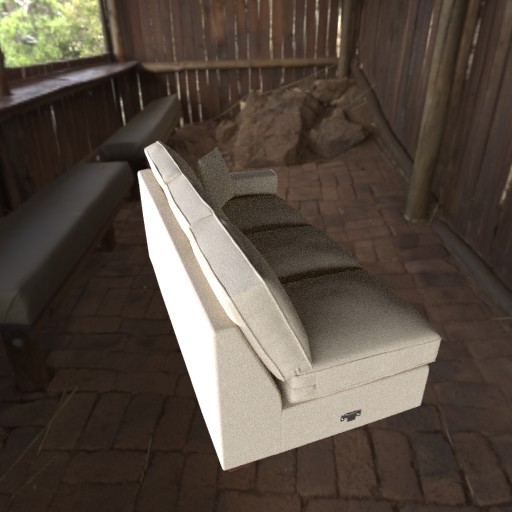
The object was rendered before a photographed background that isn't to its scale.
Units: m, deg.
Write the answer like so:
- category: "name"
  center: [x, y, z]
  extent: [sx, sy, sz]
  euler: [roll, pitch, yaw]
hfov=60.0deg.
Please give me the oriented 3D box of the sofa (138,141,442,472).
- category: "sofa"
  center: [0.000, 0.000, 2.544]
  extent: [1.034, 0.946, 1.963]
  euler: [-10, 30, -18]
